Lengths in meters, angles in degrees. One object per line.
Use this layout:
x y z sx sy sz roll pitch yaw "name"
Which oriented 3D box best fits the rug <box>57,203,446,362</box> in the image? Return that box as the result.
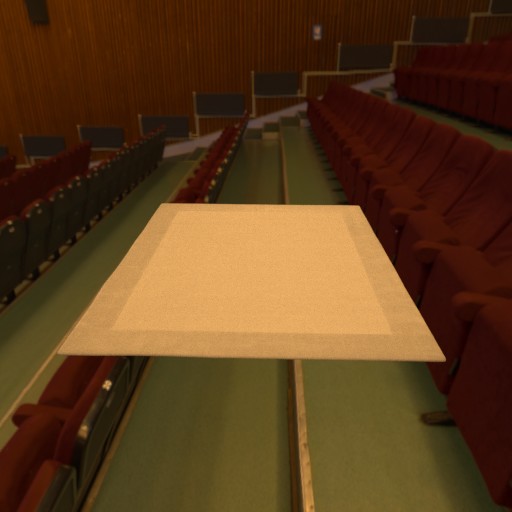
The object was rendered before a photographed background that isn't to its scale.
0.000 0.000 4.084 2.430 0.018 2.976 1 25 2 "rug"
